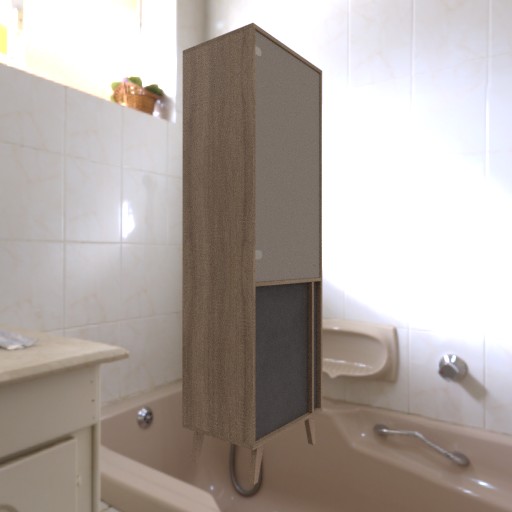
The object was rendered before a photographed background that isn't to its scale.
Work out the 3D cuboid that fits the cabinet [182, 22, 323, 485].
[{"bbox_3d":[0.000,0.000,2.102,0.400,1.850,0.570,0,0,37],"label":"cabinet"}]
